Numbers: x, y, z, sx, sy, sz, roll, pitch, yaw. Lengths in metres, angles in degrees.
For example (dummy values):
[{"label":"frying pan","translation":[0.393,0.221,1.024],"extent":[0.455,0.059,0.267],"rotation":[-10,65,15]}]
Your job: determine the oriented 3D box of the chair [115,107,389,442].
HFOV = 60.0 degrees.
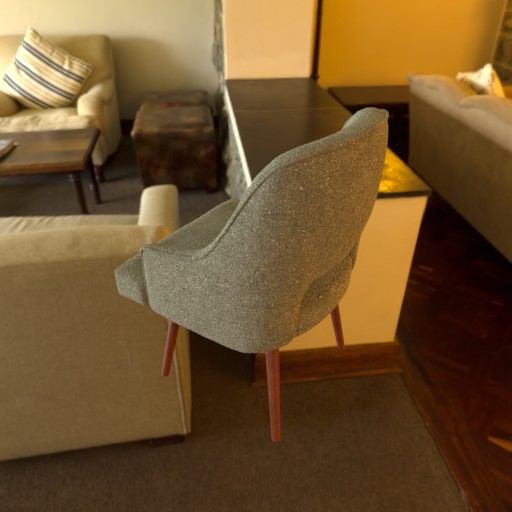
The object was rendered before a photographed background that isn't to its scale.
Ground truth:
[{"label":"chair","translation":[0.000,0.000,1.320],"extent":[0.629,0.875,0.608],"rotation":[20,38,28]}]
